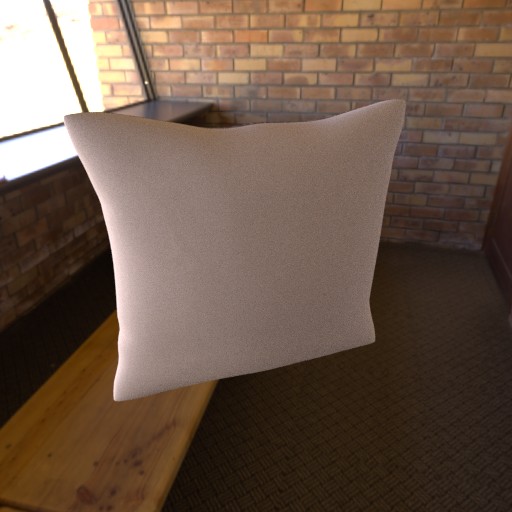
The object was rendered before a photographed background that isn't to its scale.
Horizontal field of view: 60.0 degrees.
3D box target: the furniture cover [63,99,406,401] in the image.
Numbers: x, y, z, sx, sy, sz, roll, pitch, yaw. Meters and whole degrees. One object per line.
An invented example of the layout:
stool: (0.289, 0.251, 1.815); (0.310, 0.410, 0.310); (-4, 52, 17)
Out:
furniture cover: (0.000, 0.000, 0.785); (0.552, 0.509, 0.193); (-8, 26, -17)
